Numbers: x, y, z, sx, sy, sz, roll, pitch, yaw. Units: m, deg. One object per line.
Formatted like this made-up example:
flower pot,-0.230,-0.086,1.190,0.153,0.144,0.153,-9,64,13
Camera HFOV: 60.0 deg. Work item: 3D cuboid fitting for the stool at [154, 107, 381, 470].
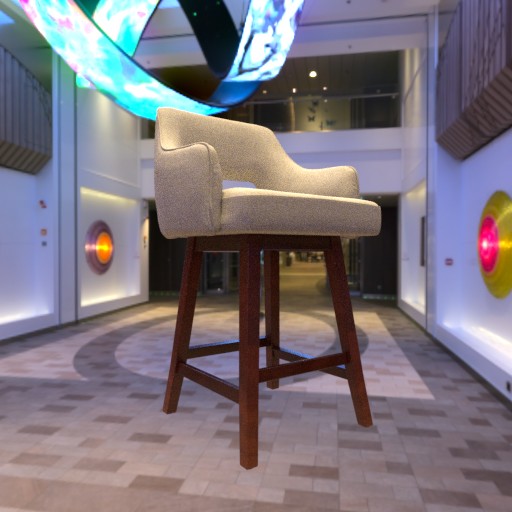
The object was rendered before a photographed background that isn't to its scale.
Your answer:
stool,0.000,0.000,1.295,0.550,0.936,0.560,-1,1,-36
